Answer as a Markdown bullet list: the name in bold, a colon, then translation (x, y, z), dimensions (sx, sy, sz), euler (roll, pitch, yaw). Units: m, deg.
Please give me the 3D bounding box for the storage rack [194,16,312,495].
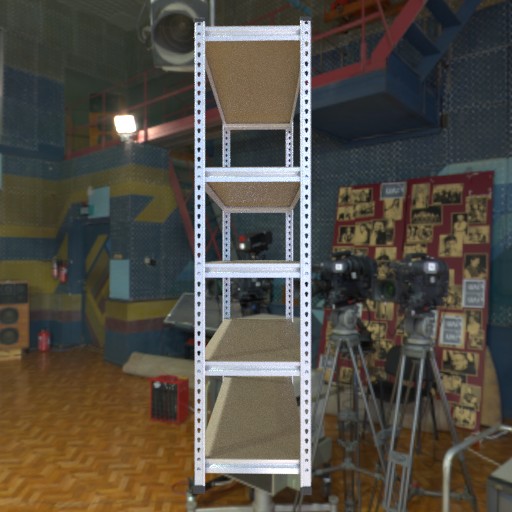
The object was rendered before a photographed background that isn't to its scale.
- **storage rack**: translation (0.000, 0.000, 2.307), dimensions (0.457, 1.829, 1.219), euler (0, 0, 1)
